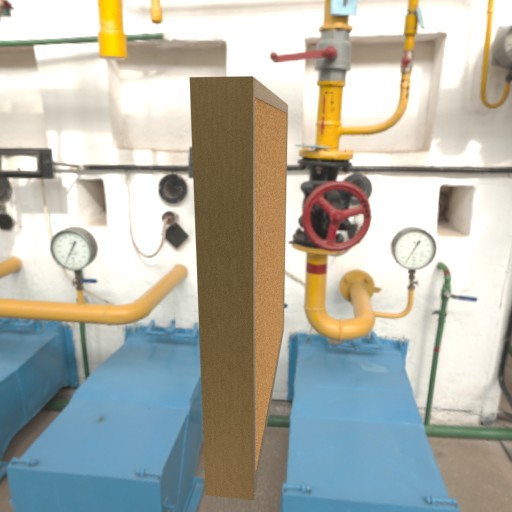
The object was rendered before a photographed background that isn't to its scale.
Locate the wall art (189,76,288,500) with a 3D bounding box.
[{"bbox_3d":[0.000,0.000,0.447,0.038,0.305,0.304,2,16,8],"label":"wall art"}]
